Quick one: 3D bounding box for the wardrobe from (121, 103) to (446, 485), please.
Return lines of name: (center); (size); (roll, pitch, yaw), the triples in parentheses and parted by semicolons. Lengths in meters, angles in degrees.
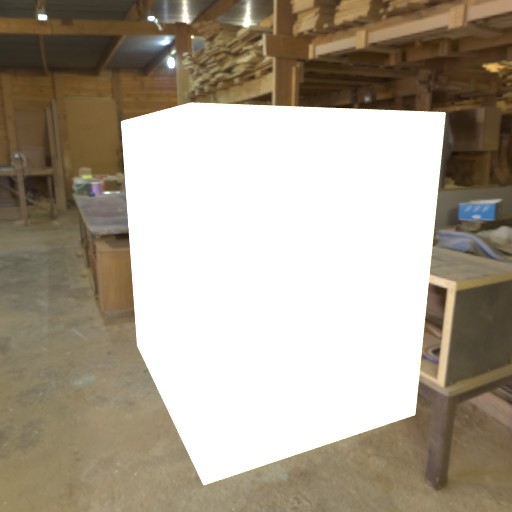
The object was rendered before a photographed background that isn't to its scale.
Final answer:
wardrobe: (0.000, 0.000, 0.871); (0.400, 0.520, 0.500); (-7, 16, -24)
